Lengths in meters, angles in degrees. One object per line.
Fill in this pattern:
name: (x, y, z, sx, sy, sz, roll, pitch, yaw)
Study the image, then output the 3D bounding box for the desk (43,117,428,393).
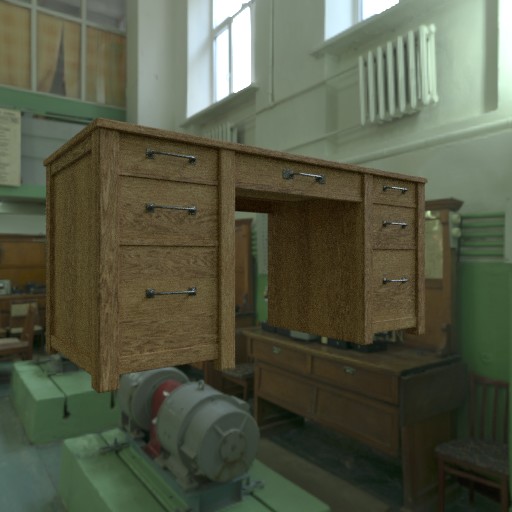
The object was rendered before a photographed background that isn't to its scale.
desk: (0.000, 0.000, 1.930, 1.567, 0.751, 0.685, 0, 0, -37)
